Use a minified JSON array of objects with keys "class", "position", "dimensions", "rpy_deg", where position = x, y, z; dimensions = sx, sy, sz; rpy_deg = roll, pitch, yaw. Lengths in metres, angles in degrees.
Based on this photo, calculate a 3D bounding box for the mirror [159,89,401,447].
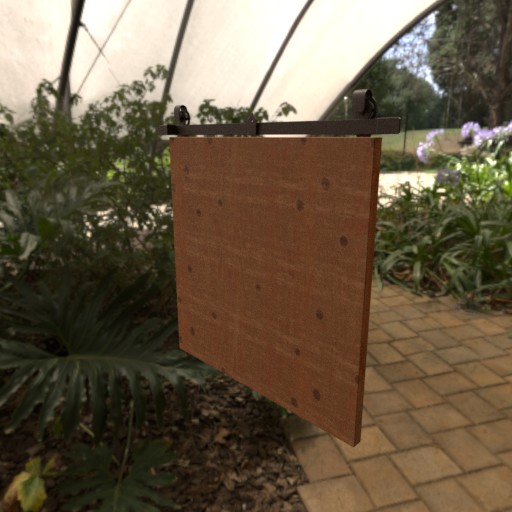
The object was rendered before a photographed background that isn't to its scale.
[{"class":"mirror","position":[0.000,0.000,1.191],"dimensions":[0.054,0.800,0.805],"rpy_deg":[-14,21,-42]}]
